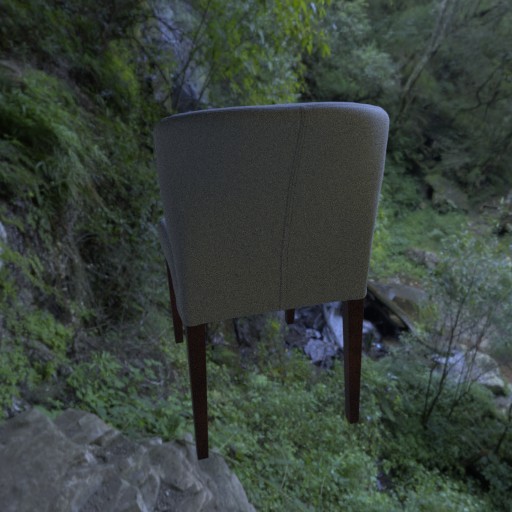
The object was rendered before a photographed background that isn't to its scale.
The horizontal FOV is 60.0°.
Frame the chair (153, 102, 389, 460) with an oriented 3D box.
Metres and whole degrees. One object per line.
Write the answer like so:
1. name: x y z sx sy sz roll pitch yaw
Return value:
1. chair: 0.000 0.000 1.184 0.491 0.839 0.592 -7 27 -15
